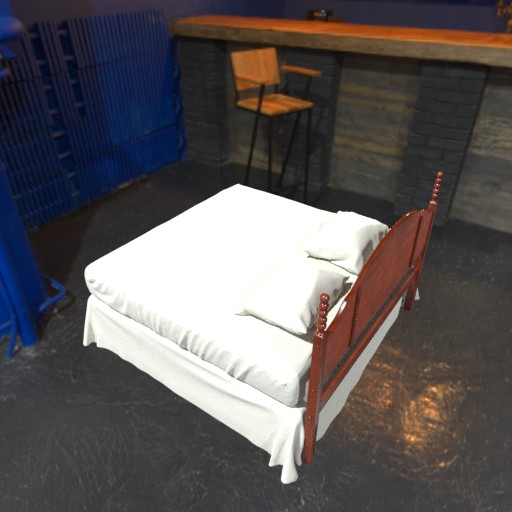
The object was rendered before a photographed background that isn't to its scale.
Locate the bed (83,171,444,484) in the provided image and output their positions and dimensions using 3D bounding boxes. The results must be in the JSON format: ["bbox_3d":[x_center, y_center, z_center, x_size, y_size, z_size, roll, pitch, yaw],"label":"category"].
[{"bbox_3d":[0.000,0.000,3.642,2.219,1.355,2.322,21,39,29],"label":"bed"}]
